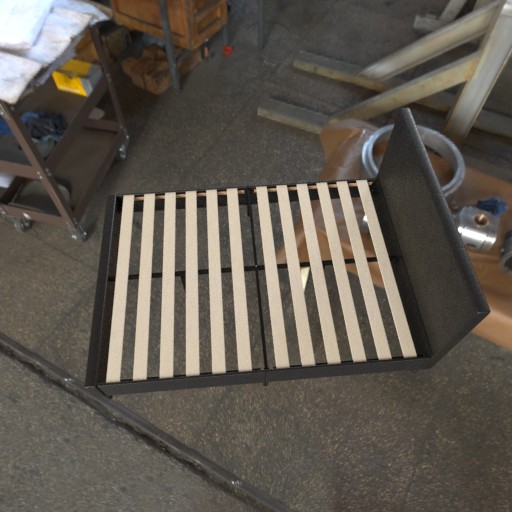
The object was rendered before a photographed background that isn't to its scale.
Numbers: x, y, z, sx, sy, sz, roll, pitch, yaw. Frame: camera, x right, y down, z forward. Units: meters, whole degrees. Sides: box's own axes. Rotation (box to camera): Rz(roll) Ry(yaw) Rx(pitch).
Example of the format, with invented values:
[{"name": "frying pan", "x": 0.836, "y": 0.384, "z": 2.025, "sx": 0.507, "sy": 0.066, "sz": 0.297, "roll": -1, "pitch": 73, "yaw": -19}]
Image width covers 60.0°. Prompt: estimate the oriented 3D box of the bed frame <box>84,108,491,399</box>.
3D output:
[{"name": "bed frame", "x": 0.000, "y": 0.000, "z": 2.908, "sx": 2.152, "sy": 1.046, "sz": 1.469, "roll": -4, "pitch": 58, "yaw": -3}]
